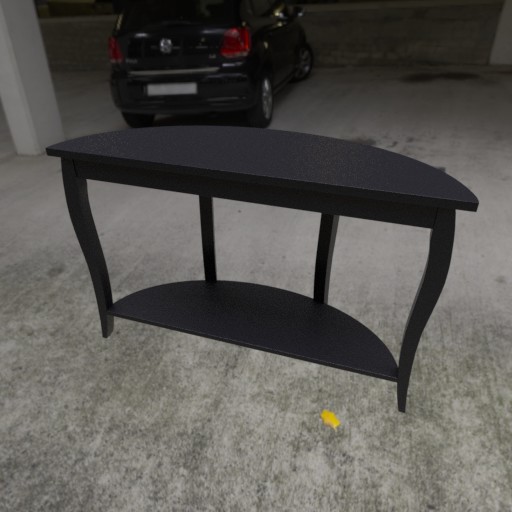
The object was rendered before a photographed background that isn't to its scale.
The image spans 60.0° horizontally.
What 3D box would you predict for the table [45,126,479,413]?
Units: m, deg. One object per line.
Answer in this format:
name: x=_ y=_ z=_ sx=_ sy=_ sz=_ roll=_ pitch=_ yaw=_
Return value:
table: x=0.000 y=0.000 z=1.557 sx=1.219 sy=0.780 sz=0.394 roll=10 pitch=34 yaw=15
